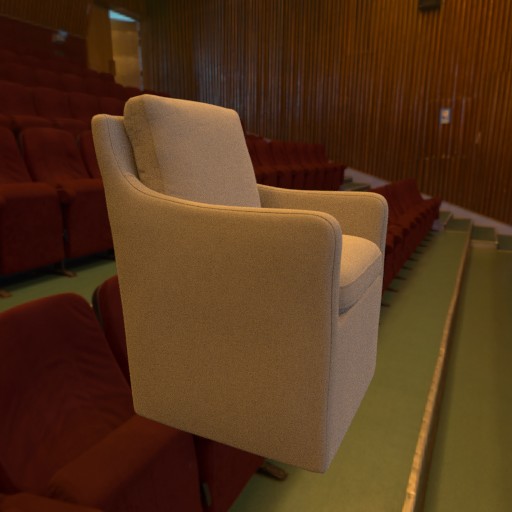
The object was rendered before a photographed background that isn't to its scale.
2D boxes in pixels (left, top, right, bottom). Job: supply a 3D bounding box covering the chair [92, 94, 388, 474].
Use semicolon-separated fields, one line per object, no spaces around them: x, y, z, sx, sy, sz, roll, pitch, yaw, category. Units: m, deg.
0.000;0.000;1.353;0.694;0.914;0.626;6;14;26;chair
